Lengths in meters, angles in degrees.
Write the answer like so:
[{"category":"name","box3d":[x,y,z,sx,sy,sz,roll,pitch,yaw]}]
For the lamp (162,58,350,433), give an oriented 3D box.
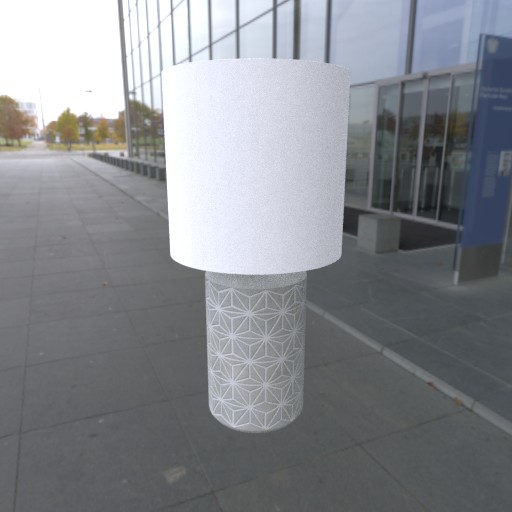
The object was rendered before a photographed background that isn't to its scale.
[{"category":"lamp","box3d":[0.000,0.000,0.546,0.206,0.416,0.206,-2,15,-10]}]
